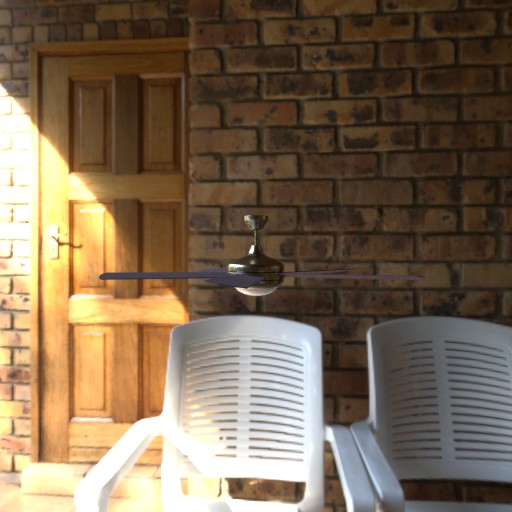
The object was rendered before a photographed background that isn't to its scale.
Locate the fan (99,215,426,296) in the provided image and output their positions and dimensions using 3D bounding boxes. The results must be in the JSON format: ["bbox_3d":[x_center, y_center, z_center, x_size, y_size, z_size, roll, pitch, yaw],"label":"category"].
[{"bbox_3d":[0.000,0.000,1.982,1.321,0.356,1.321,0,0,-1],"label":"fan"}]
